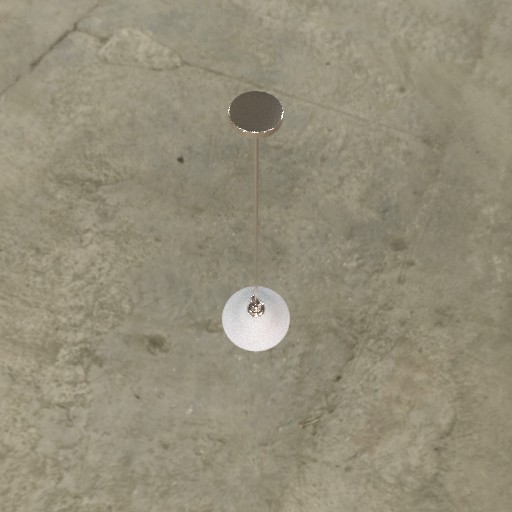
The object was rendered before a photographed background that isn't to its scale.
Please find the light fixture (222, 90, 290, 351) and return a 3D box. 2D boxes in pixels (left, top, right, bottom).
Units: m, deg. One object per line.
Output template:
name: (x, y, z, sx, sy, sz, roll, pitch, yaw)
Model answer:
light fixture: (0.000, 0.000, 1.512, 0.324, 1.354, 0.324, -32, 68, -15)
